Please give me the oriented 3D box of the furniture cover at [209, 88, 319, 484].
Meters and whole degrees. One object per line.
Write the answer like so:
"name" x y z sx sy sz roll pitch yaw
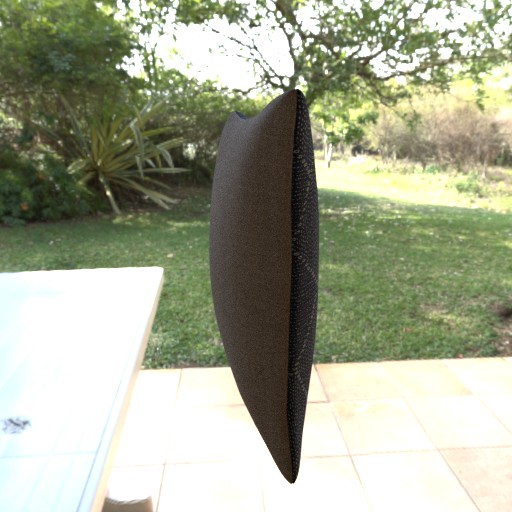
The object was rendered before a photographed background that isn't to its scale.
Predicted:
"furniture cover" 0.000 0.000 0.768 0.162 0.503 0.511 -3 16 -10
